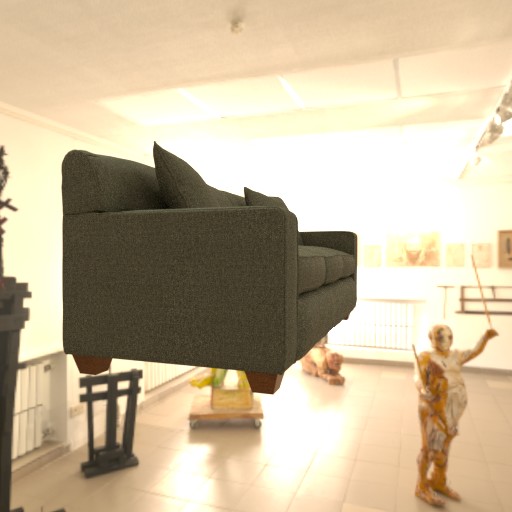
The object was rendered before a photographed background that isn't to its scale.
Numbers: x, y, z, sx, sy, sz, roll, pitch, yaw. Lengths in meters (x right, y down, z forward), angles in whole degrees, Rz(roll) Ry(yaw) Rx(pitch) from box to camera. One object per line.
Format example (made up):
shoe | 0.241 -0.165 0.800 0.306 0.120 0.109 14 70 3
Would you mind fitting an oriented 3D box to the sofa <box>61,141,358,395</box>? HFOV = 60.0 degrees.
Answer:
sofa | 0.000 0.000 2.584 0.997 0.958 2.024 0 0 20
